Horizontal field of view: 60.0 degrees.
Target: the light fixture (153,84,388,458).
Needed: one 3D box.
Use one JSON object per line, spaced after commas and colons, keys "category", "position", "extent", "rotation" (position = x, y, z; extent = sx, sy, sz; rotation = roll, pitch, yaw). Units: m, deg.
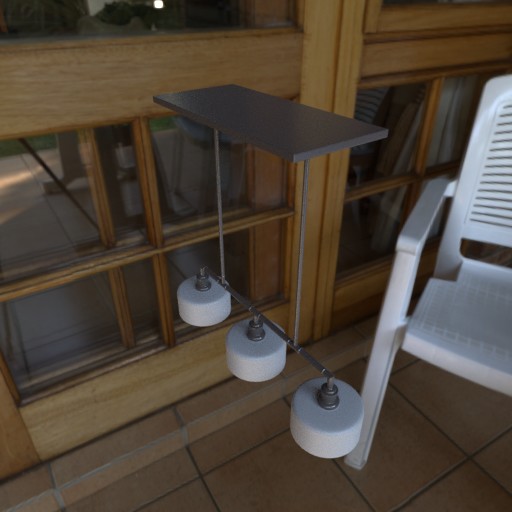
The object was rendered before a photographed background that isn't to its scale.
{"category": "light fixture", "position": [0.000, 0.000, 0.865], "extent": [0.177, 0.557, 0.582], "rotation": [-22, 38, -30]}
